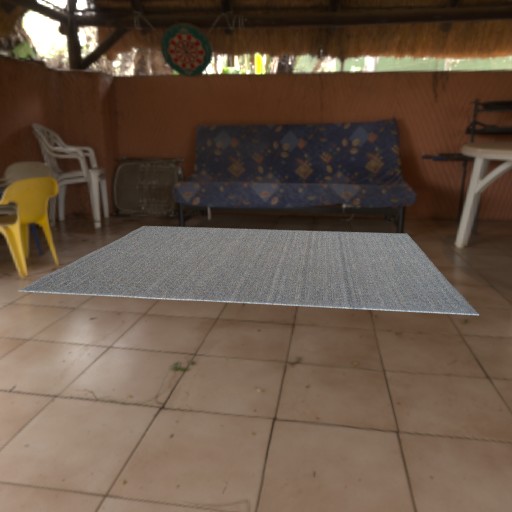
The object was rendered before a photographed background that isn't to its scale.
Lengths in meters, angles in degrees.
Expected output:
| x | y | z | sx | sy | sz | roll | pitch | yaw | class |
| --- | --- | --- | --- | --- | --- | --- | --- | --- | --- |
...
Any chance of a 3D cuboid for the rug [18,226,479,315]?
| x | y | z | sx | sy | sz | roll | pitch | yaw | class |
| --- | --- | --- | --- | --- | --- | --- | --- | --- | --- |
| 0.000 | 0.000 | 4.184 | 3.200 | 0.007 | 2.443 | 2 | 15 | 8 | rug |
